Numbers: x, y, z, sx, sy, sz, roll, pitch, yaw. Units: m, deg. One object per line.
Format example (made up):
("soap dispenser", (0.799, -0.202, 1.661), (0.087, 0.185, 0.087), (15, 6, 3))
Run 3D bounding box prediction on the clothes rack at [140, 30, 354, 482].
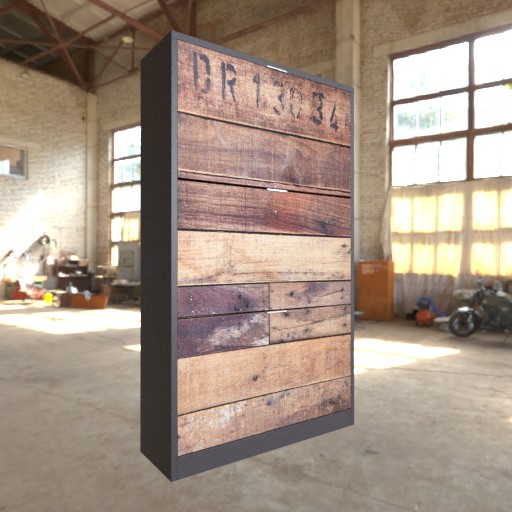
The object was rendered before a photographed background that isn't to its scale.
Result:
("clothes rack", (0.000, 0.000, 1.564), (0.750, 1.280, 0.250), (0, 0, -35))
